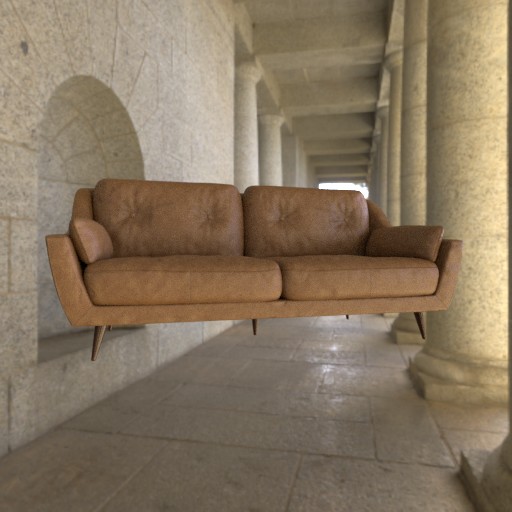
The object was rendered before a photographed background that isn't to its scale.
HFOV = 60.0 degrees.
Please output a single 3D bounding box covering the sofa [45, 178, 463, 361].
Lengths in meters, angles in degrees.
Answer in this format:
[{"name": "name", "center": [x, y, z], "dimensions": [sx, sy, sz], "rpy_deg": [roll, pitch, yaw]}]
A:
[{"name": "sofa", "center": [0.000, 0.000, 2.333], "dimensions": [1.902, 0.839, 0.904], "rpy_deg": [0, 0, -17]}]
